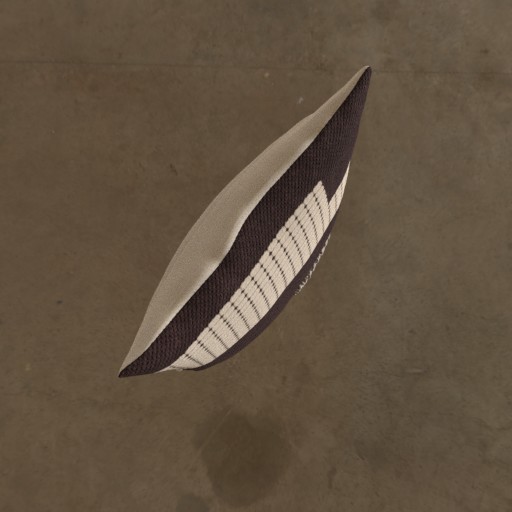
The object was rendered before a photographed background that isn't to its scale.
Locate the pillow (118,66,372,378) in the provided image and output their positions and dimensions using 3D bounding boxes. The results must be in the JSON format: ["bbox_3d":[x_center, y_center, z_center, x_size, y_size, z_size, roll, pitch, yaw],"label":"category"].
[{"bbox_3d":[0.000,0.000,0.723,0.178,0.473,0.475,37,78,9],"label":"pillow"}]
